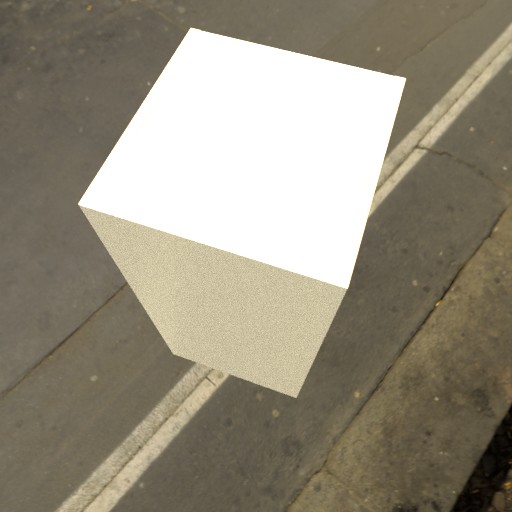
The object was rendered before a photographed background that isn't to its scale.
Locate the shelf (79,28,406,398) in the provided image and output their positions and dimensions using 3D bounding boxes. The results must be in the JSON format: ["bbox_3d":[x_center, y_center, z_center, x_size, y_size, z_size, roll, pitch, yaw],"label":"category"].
[{"bbox_3d":[0.000,0.000,0.766,0.290,0.594,0.297,17,64,9],"label":"shelf"}]
